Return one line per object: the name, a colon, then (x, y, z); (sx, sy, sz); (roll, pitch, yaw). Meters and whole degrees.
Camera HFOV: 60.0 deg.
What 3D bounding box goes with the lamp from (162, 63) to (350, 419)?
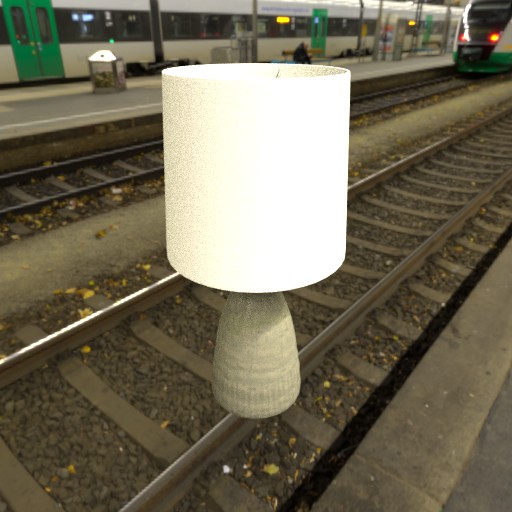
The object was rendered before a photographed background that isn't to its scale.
lamp: (0.000, 0.000, 0.476); (0.186, 0.369, 0.186); (0, 27, 0)
